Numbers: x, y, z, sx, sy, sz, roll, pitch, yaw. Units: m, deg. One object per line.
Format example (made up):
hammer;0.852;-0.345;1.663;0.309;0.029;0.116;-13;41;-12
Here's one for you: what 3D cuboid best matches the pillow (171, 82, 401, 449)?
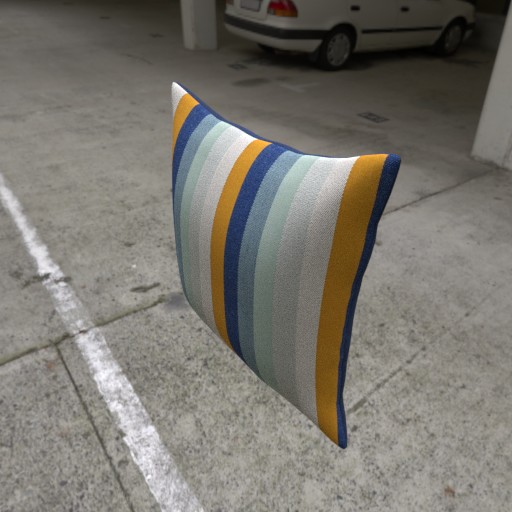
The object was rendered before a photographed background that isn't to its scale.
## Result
pillow;0.000;0.000;0.698;0.173;0.454;0.463;-21;38;-30
